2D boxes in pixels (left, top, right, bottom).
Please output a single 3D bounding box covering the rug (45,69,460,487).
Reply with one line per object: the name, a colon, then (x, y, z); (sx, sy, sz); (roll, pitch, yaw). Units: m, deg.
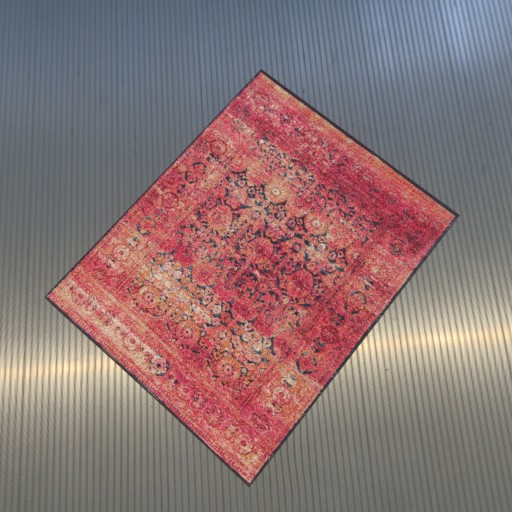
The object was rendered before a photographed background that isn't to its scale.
rug: (0.000, 0.000, 4.039); (2.411, 0.020, 3.032); (39, 80, 8)
